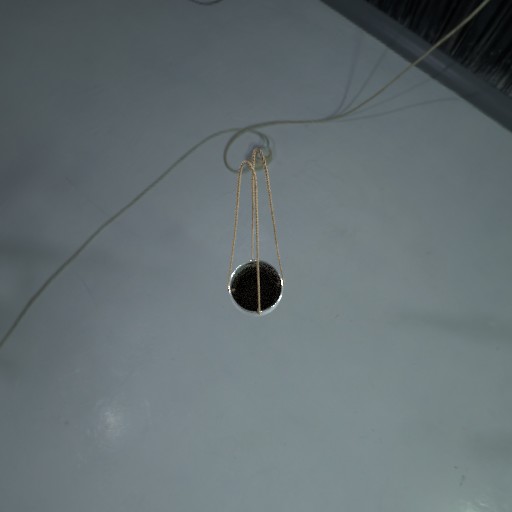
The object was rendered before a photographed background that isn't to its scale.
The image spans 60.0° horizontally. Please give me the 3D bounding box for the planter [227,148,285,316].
[{"bbox_3d":[0.000,0.000,1.151,0.187,1.073,0.187,37,77,10],"label":"planter"}]
